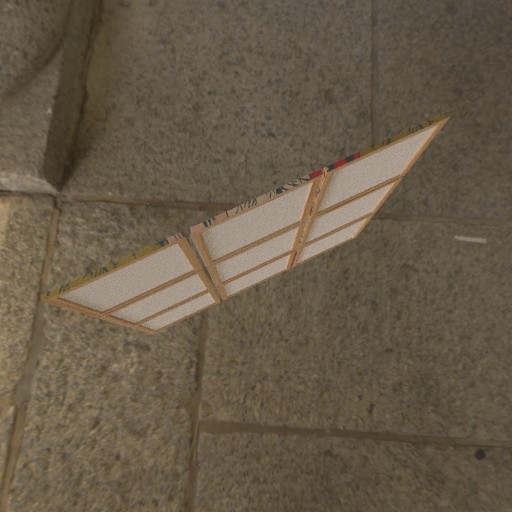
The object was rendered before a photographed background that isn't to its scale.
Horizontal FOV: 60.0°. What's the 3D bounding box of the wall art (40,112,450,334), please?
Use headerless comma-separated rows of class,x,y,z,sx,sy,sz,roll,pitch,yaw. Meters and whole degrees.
wall art,0.000,0.000,1.331,0.904,0.913,0.013,-25,77,-6
